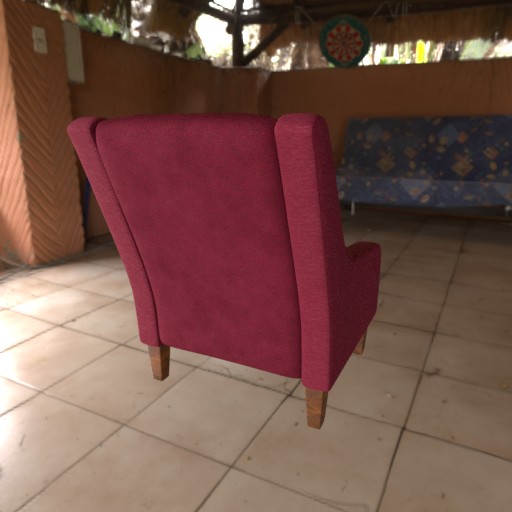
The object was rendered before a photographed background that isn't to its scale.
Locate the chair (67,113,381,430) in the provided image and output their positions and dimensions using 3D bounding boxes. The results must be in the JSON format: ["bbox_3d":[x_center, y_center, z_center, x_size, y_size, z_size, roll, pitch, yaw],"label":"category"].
[{"bbox_3d":[0.000,0.000,1.700,0.793,1.017,0.985,8,18,26],"label":"chair"}]
